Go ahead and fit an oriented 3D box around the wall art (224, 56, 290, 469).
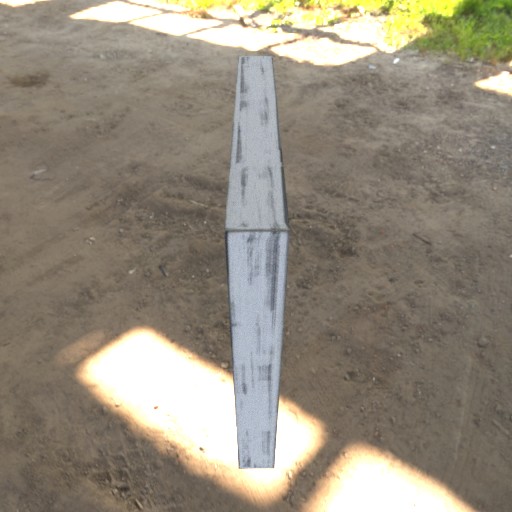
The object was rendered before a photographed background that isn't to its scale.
[{"bbox_3d":[0.000,0.000,0.460,0.036,0.303,0.303,0,41,0],"label":"wall art"}]
